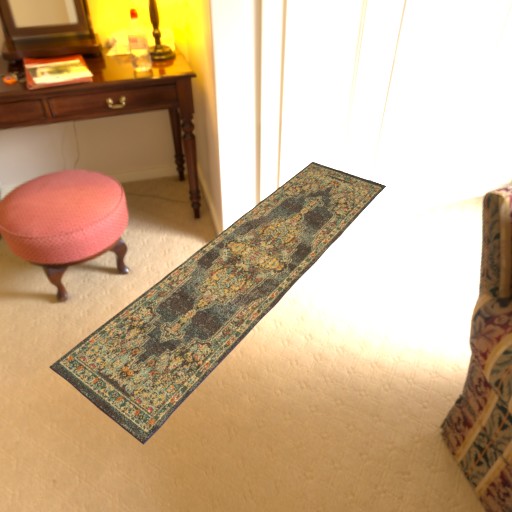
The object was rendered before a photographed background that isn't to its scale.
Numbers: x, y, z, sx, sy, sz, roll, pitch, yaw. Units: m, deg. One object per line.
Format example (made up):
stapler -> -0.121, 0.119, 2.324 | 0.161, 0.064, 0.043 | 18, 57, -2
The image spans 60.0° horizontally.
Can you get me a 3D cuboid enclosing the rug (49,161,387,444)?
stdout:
rug -> 0.000, 0.000, 2.516 | 0.602, 0.016, 2.283 | 25, 47, 26
